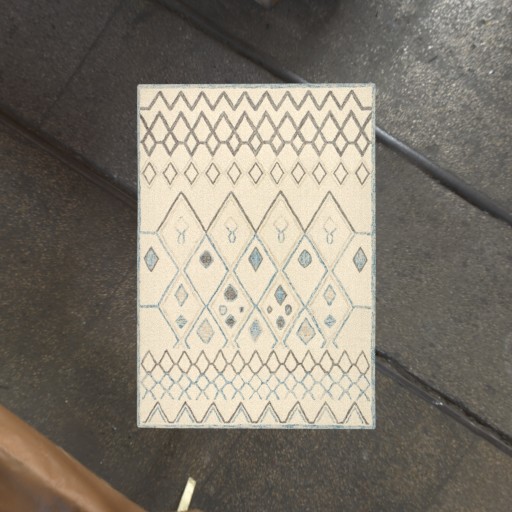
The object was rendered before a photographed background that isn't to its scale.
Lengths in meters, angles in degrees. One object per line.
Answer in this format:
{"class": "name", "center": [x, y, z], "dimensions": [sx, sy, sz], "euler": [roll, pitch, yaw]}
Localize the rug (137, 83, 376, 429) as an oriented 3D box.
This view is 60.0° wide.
{"class": "rug", "center": [0.000, 0.000, 2.344], "dimensions": [1.260, 0.009, 1.820], "euler": [0, 90, 1]}
